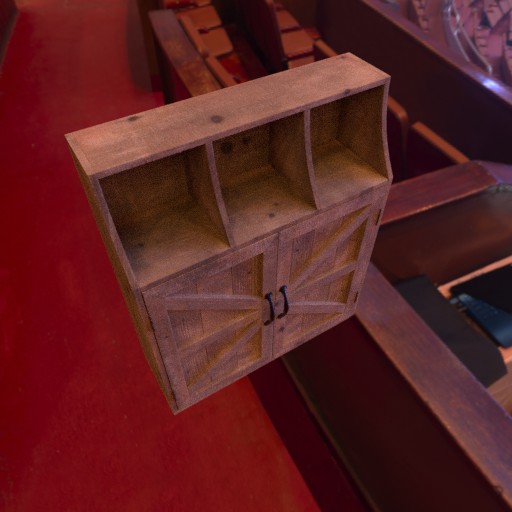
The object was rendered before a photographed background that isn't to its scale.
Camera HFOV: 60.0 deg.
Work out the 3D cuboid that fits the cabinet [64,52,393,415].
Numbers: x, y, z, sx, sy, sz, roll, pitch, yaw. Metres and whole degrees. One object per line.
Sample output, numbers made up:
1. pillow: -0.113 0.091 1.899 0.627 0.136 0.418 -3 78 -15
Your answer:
1. cabinet: 0.000 0.000 0.843 0.489 0.590 0.184 -24 52 -20
